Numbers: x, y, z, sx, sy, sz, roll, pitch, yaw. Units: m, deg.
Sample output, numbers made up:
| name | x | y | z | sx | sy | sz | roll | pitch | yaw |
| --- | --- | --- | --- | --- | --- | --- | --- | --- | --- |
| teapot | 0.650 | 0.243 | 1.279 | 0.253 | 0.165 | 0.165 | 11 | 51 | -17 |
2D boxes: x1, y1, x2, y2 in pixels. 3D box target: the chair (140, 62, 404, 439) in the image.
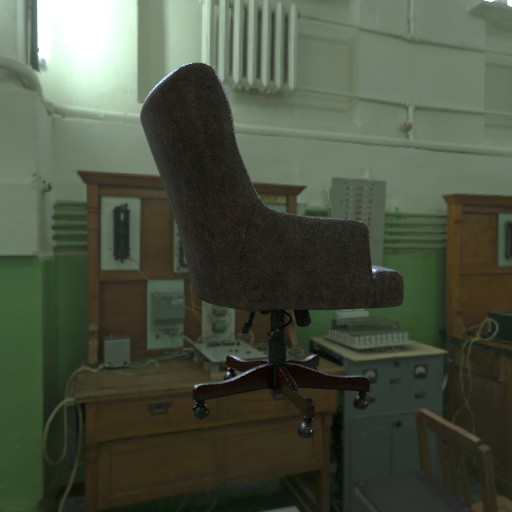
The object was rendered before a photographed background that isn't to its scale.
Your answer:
| name | x | y | z | sx | sy | sz | roll | pitch | yaw |
| --- | --- | --- | --- | --- | --- | --- | --- | --- | --- |
| chair | 0.000 | 0.000 | 1.519 | 0.762 | 1.035 | 0.641 | 0 | 1 | -19 |
